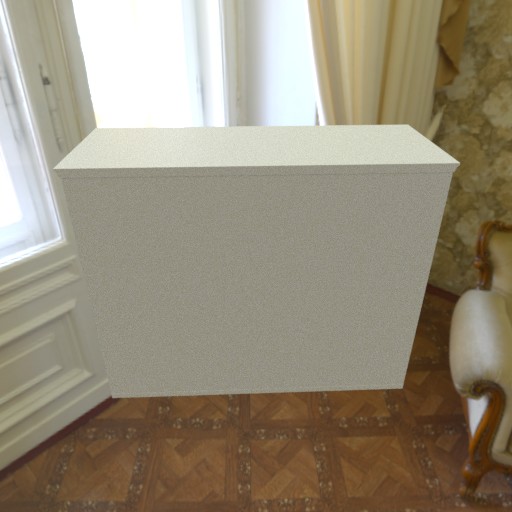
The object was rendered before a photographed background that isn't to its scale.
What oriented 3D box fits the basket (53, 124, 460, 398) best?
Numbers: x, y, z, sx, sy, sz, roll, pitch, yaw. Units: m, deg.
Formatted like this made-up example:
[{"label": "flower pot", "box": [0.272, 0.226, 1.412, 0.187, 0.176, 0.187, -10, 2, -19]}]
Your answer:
[{"label": "basket", "box": [0.000, 0.000, 1.181, 0.792, 0.625, 0.376, -1, 30, -2]}]
